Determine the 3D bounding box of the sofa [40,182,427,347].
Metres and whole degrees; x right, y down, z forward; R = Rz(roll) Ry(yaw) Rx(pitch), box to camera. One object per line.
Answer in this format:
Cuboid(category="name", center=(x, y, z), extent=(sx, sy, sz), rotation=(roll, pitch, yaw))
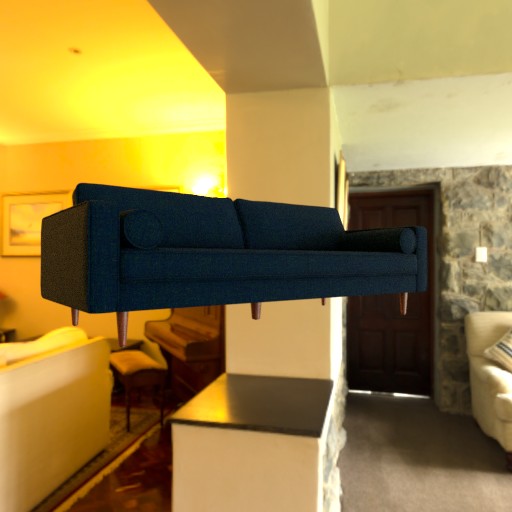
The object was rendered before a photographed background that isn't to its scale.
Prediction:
Cuboid(category="sofa", center=(0.000, 0.000, 2.654), extent=(2.210, 0.762, 0.914), rotation=(1, -1, -36))
